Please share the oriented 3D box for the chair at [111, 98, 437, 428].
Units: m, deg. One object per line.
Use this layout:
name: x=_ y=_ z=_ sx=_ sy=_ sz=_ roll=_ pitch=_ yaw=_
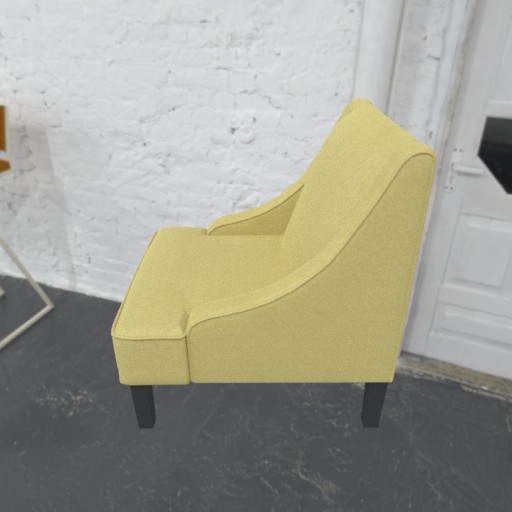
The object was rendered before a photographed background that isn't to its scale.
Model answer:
chair: x=0.000 y=0.000 z=1.472 sx=0.814 sy=0.896 sz=0.696 roll=0 pitch=29 yaw=0
